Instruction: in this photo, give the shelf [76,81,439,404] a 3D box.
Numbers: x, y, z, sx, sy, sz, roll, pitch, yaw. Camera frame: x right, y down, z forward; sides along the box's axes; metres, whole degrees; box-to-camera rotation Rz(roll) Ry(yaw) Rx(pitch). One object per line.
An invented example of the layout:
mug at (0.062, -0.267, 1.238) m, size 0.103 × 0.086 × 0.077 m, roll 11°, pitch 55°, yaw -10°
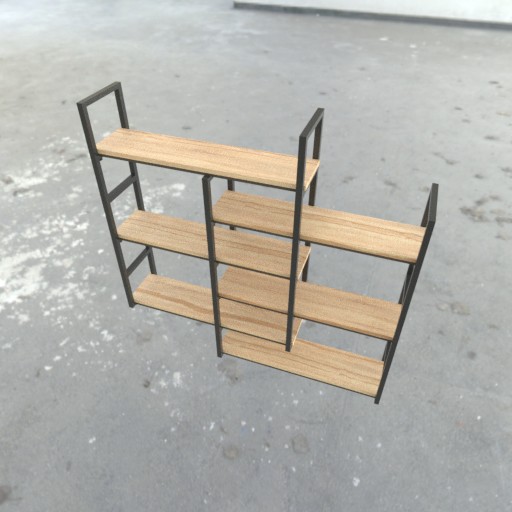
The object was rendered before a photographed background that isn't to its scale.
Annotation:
shelf at (0.000, 0.000, 1.399) m, size 0.946 × 0.921 × 0.183 m, roll 13°, pitch 41°, yaw 15°
